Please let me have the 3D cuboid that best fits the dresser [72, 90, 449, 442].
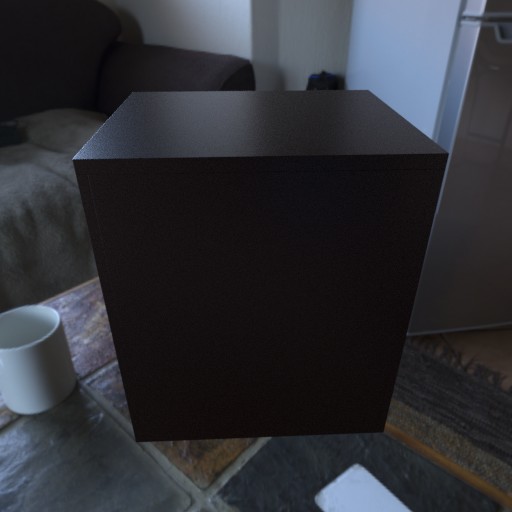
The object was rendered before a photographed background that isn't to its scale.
[{"bbox_3d":[0.000,0.000,0.746,0.400,0.470,0.360,-1,32,-2],"label":"dresser"}]
